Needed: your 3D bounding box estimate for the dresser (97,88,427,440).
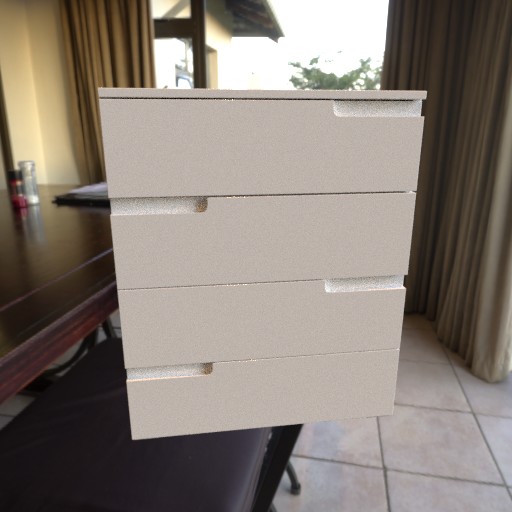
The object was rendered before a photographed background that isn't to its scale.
[{"bbox_3d":[0.000,0.000,1.169,0.650,0.800,0.400,-2,17,-8],"label":"dresser"}]
